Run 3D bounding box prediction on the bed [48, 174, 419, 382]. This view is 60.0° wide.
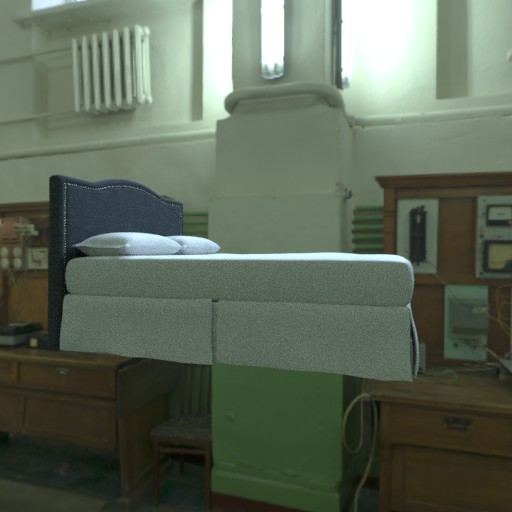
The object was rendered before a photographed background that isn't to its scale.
[{"bbox_3d":[0.000,0.000,3.950,2.689,1.457,2.161,0,1,18],"label":"bed"}]
